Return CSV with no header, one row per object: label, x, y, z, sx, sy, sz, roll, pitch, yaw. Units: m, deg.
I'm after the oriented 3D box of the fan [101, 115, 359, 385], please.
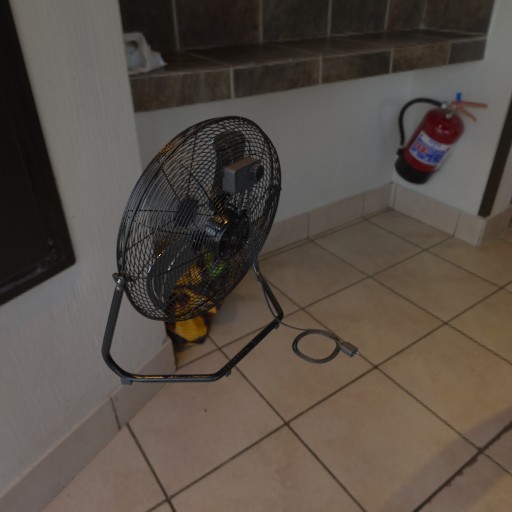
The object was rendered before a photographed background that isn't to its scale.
fan,0.000,0.000,0.938,0.424,0.546,0.555,21,38,30
